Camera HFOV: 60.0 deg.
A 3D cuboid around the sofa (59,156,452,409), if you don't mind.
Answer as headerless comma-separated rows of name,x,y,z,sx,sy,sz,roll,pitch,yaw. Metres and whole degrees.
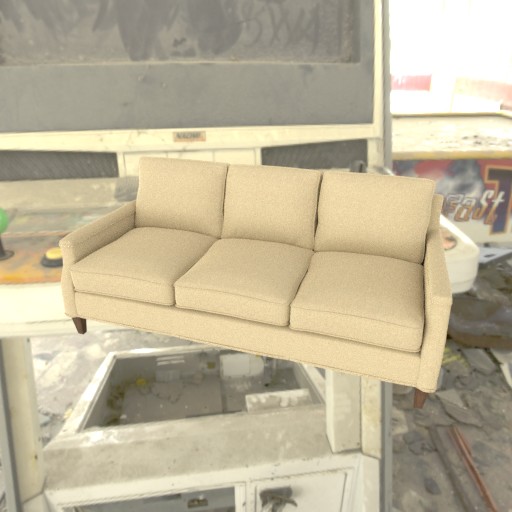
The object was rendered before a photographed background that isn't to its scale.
sofa,0.000,0.000,2.821,2.246,1.003,1.084,8,26,17
